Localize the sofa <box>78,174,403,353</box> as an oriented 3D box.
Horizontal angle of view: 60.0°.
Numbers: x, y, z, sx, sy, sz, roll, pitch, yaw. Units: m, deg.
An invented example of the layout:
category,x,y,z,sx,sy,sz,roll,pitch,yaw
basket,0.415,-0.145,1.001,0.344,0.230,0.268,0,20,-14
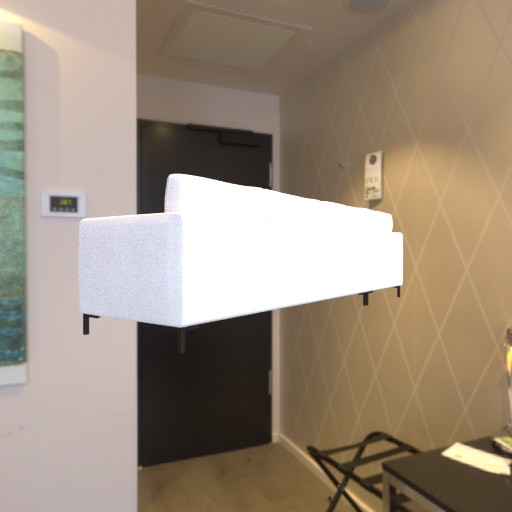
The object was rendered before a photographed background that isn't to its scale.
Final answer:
category,x,y,z,sx,sy,sz,roll,pitch,yaw
sofa,0.000,0.000,3.727,1.467,0.875,3.186,1,1,36
